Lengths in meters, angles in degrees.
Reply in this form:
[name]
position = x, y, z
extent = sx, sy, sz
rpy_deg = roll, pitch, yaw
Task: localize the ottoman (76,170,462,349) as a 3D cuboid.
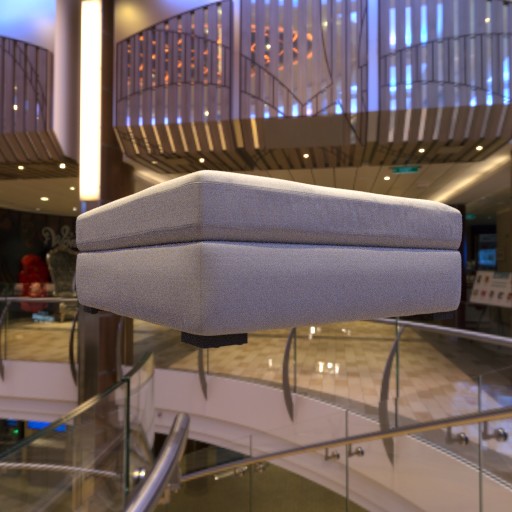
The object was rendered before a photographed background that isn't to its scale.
[ottoman]
position = 0.000, 0.000, 1.805
extent = 1.163, 0.482, 1.167
rpy_deg = 1, -2, -36
